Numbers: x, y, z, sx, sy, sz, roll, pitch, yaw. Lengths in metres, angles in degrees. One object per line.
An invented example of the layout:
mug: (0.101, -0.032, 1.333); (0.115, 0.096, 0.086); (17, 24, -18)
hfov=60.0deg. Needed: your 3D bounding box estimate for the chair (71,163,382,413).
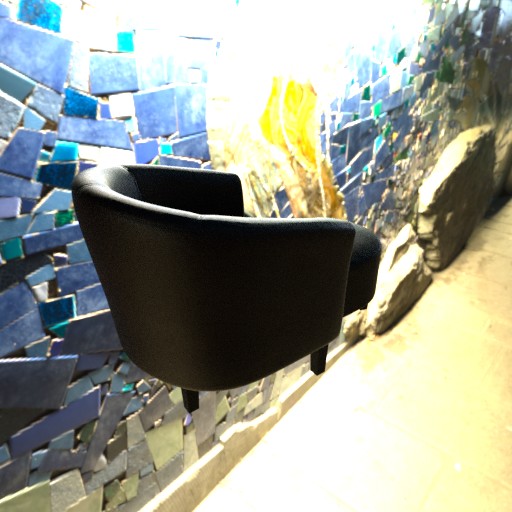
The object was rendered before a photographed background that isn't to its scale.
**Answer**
chair: (0.000, 0.000, 1.643); (1.176, 0.755, 0.737); (-18, 32, -31)
